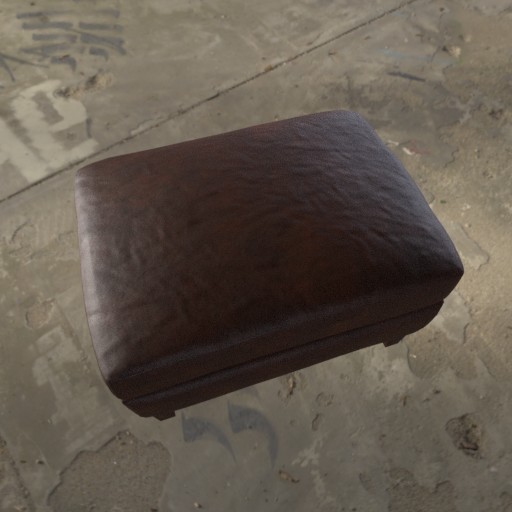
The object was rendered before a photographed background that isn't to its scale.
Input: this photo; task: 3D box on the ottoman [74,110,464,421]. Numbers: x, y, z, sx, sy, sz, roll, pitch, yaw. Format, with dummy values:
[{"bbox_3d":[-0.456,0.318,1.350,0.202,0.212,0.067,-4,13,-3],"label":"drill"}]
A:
[{"bbox_3d":[0.000,0.000,1.269,0.887,0.527,0.659,-15,57,-10],"label":"ottoman"}]
